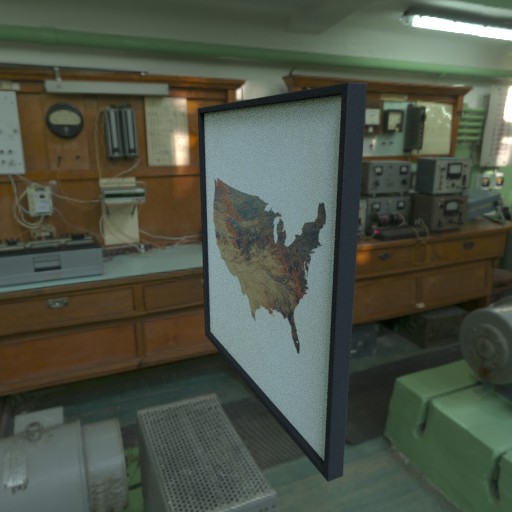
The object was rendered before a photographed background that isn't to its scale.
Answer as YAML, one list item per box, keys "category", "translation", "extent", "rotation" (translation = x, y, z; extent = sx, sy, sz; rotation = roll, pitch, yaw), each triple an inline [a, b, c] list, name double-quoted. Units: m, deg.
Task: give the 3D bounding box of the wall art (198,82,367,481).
- category: "wall art"
  translation: [0.000, 0.000, 1.142]
  extent: [0.038, 0.762, 0.762]
  rotation: [-7, 17, -24]
